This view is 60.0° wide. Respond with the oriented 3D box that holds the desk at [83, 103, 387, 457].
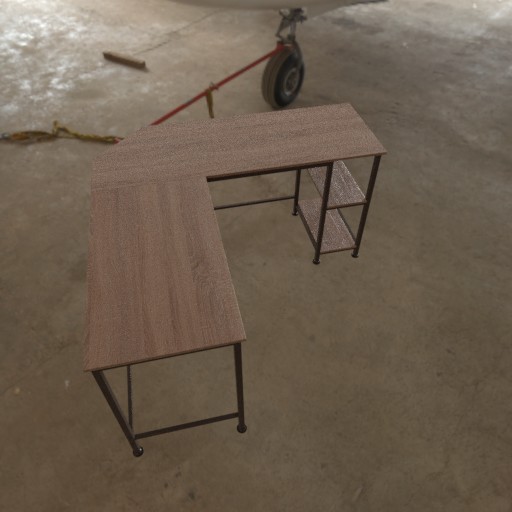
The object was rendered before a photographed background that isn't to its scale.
[{"bbox_3d":[0.000,0.000,2.162,1.379,0.739,1.379,-9,47,-9],"label":"desk"}]
